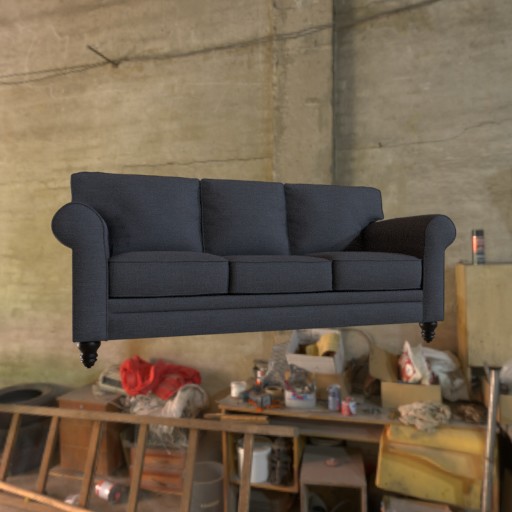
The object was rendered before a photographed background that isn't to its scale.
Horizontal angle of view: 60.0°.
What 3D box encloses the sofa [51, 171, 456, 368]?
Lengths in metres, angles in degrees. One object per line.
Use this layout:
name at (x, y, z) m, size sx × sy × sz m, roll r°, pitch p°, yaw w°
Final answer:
sofa at (0.000, 0.000, 2.554) m, size 2.084 × 0.966 × 0.909 m, roll 0°, pitch 0°, yaw -18°
